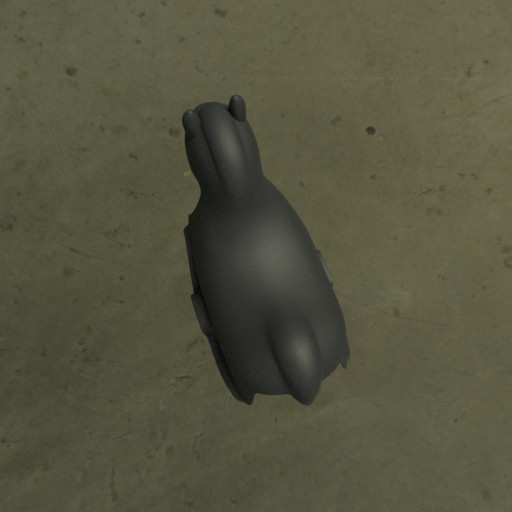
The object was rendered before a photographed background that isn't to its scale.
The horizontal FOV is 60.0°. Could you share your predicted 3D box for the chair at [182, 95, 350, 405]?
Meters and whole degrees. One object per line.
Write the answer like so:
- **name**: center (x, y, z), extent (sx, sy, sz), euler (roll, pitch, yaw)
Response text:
- **chair**: center (0.000, 0.000, 1.158), extent (0.429, 0.612, 0.800), euler (-19, 77, -5)
